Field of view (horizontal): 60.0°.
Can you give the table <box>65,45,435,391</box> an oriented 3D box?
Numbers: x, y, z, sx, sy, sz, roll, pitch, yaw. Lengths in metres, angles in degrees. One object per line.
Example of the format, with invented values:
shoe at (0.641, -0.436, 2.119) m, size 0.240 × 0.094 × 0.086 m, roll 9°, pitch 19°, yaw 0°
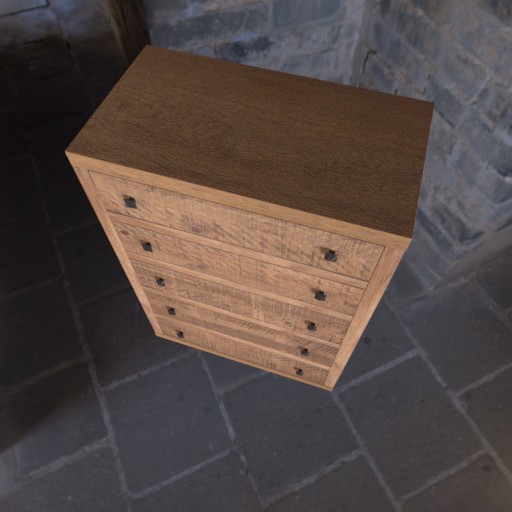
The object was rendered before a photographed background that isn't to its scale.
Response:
table at (0.000, 0.000, 1.751) m, size 0.901 × 1.294 × 0.524 m, roll 15°, pitch 59°, yaw 9°
